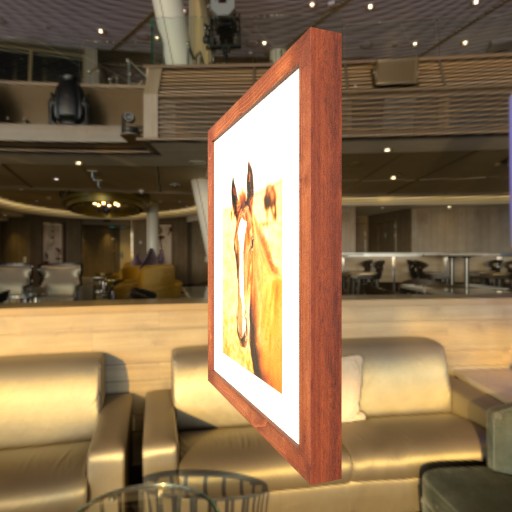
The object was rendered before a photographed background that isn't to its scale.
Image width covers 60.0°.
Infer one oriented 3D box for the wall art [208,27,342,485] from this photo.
[{"bbox_3d":[0.000,0.000,0.528,0.030,0.381,0.330,0,0,-21],"label":"wall art"}]
